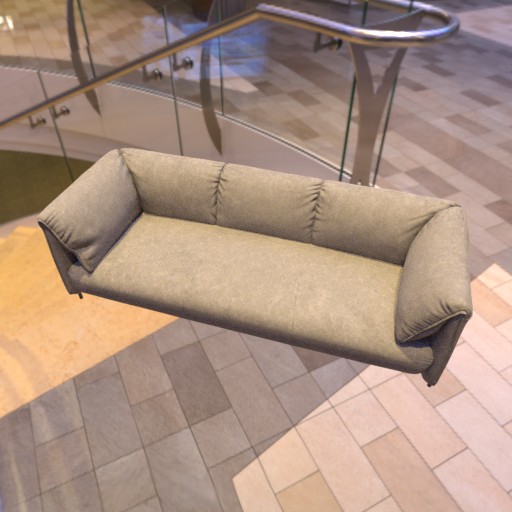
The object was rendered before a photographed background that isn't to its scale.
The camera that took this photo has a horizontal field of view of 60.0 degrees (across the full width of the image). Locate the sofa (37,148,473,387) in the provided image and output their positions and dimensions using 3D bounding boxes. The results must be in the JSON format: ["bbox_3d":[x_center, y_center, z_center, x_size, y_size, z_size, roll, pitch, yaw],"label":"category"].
[{"bbox_3d":[0.000,0.000,2.644,2.238,0.758,0.899,12,43,13],"label":"sofa"}]
